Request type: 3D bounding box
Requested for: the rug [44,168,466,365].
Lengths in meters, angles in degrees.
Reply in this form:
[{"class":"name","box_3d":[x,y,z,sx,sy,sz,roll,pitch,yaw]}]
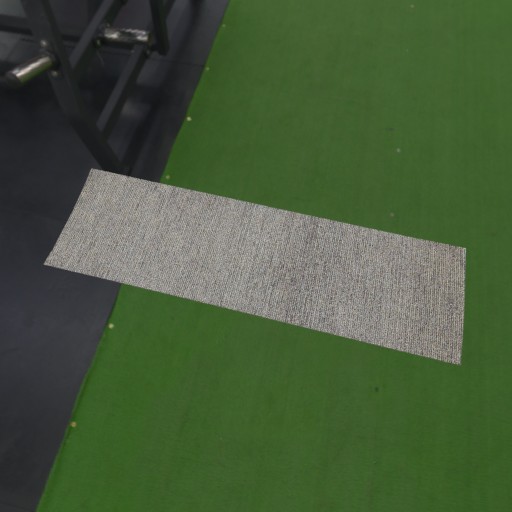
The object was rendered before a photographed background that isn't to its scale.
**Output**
[{"class":"rug","box_3d":[0.000,0.000,2.535,2.335,0.013,0.697,13,64,6]}]
